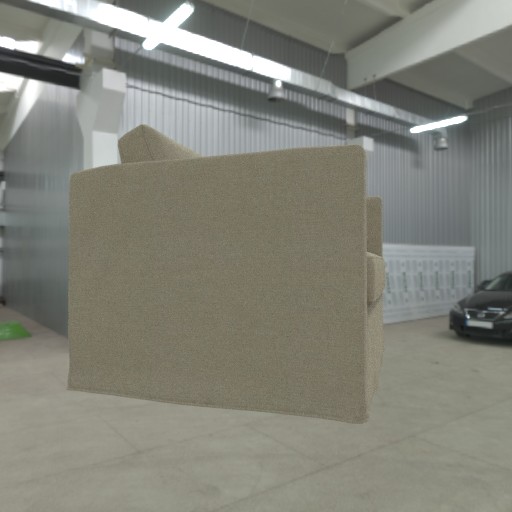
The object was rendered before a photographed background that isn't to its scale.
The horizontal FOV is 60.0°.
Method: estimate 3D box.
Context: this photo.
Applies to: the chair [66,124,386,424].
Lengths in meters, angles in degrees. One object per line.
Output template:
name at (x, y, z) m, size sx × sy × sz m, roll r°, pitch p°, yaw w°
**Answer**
chair at (0.000, 0.000, 1.739) m, size 0.949 × 0.863 × 1.057 m, roll 0°, pitch -1°, yaw 18°
